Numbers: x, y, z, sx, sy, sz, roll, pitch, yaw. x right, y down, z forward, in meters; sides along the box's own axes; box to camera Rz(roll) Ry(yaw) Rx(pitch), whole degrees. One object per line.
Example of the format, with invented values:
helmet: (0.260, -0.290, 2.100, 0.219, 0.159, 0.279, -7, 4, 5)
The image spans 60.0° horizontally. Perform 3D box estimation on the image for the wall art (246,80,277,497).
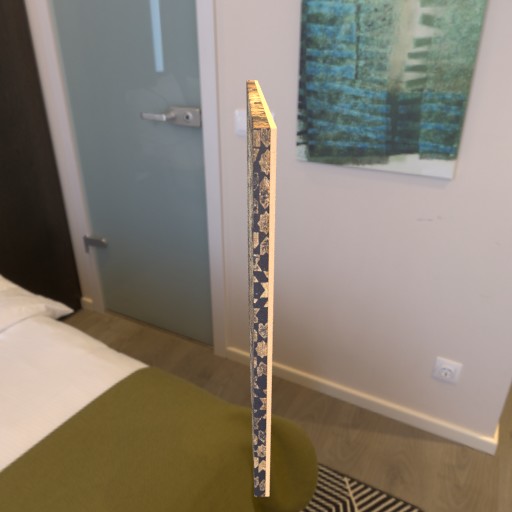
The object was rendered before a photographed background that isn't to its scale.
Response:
wall art: (0.000, 0.000, 1.331, 0.038, 0.914, 0.914, -1, 26, -2)
